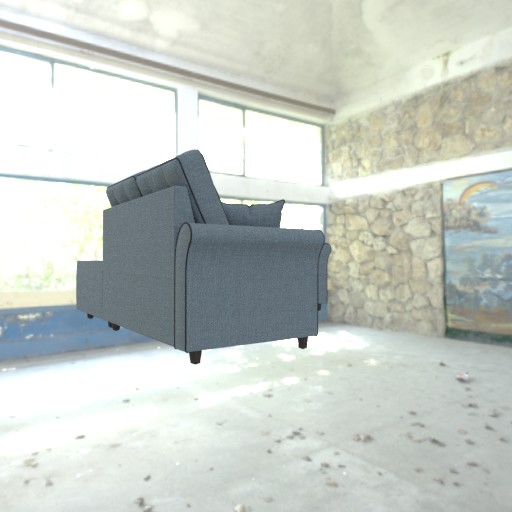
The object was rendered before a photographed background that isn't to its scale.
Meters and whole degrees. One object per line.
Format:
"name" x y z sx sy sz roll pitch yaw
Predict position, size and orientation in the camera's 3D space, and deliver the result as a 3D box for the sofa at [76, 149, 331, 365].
"sofa" 0.000 0.000 3.268 2.070 0.988 2.068 0 -1 -34
